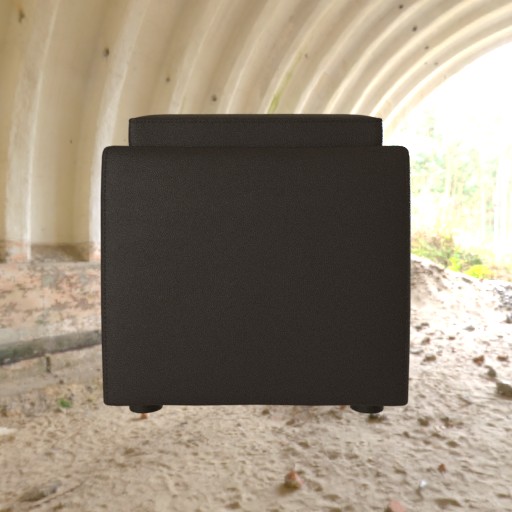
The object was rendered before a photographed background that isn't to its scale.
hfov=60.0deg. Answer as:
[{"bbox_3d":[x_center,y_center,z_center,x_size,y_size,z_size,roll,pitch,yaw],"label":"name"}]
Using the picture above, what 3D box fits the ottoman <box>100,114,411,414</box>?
[{"bbox_3d":[0.000,0.000,0.841,0.450,0.460,0.451,0,0,0],"label":"ottoman"}]
